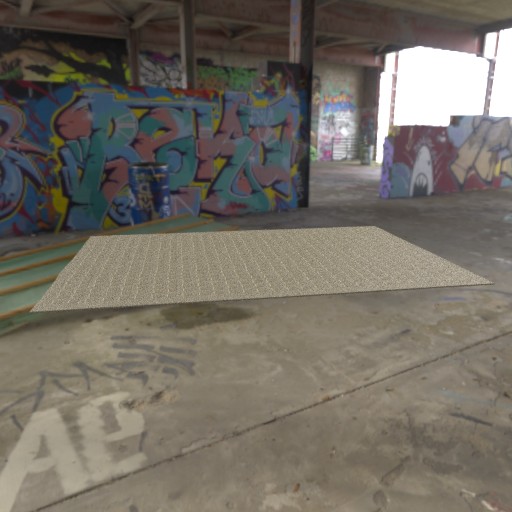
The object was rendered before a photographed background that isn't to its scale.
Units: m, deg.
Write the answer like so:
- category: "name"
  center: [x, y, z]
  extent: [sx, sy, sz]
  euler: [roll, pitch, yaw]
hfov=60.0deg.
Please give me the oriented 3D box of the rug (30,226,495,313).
- category: "rug"
  center: [0.000, 0.000, 2.168]
  extent: [1.747, 0.006, 1.143]
  euler: [-3, 16, -9]
